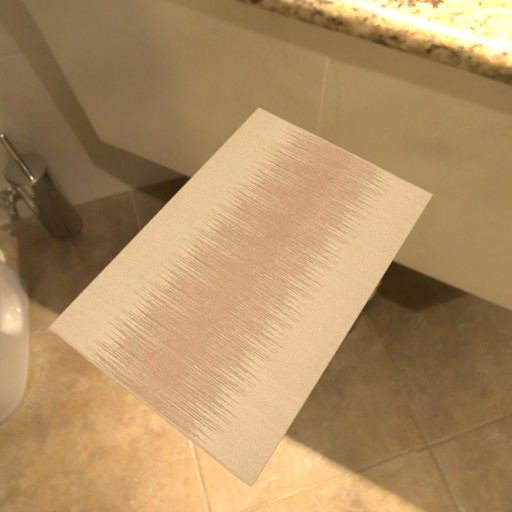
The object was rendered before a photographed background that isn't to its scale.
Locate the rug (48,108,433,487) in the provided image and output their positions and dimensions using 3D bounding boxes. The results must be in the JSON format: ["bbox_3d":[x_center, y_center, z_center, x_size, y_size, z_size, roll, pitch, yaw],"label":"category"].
[{"bbox_3d":[0.000,0.000,2.391,1.234,0.006,1.850,31,66,16],"label":"rug"}]
